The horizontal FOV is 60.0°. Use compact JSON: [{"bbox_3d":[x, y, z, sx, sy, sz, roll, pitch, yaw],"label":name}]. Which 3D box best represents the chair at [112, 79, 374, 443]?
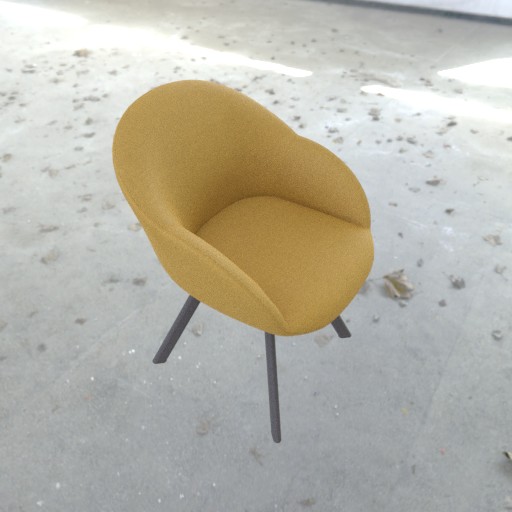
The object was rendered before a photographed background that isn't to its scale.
[{"bbox_3d":[0.000,0.000,1.197,0.583,0.793,0.551,24,46,26],"label":"chair"}]
